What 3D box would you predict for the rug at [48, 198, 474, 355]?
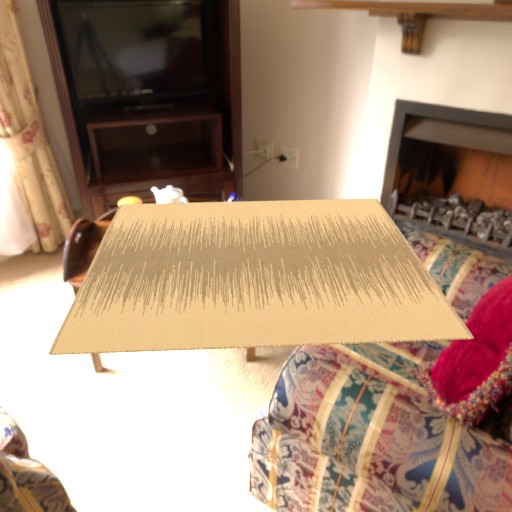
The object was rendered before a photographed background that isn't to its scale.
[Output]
[{"bbox_3d":[0.000,0.000,4.171,3.037,0.010,2.453,-2,32,-3],"label":"rug"}]
